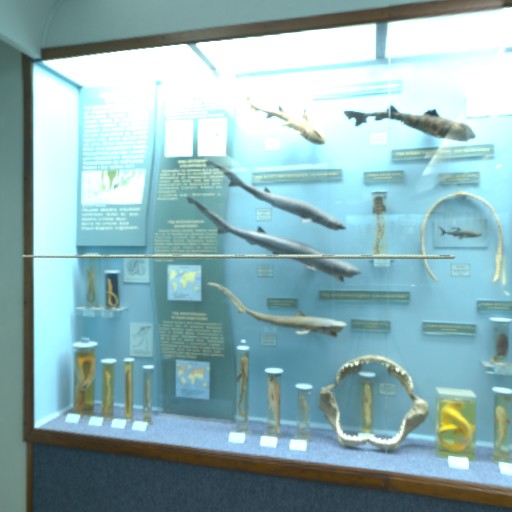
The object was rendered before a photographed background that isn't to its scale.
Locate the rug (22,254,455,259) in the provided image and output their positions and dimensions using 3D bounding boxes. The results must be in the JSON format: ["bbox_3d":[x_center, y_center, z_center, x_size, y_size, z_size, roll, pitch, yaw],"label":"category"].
[{"bbox_3d":[0.000,0.000,3.865,2.910,0.021,2.211,0,0,17],"label":"rug"}]
